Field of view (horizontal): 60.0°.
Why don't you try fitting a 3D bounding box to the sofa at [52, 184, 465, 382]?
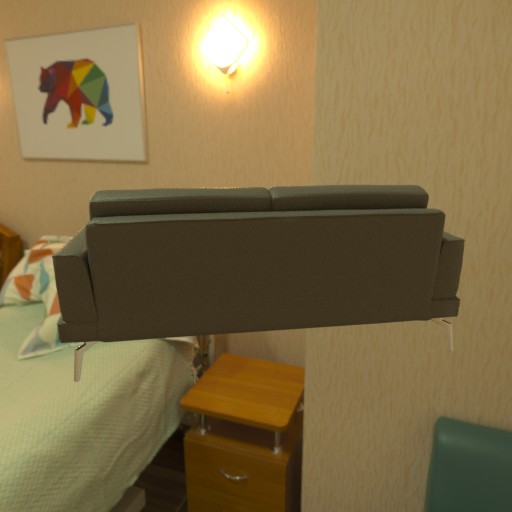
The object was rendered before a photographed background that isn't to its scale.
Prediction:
[{"bbox_3d":[0.000,0.000,2.753,2.177,0.930,1.121,-2,15,-9],"label":"sofa"}]
